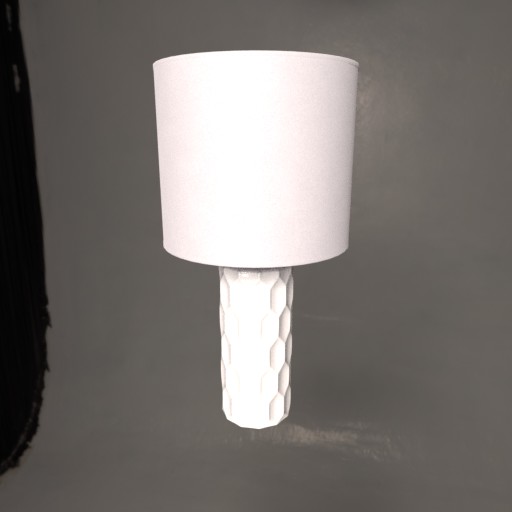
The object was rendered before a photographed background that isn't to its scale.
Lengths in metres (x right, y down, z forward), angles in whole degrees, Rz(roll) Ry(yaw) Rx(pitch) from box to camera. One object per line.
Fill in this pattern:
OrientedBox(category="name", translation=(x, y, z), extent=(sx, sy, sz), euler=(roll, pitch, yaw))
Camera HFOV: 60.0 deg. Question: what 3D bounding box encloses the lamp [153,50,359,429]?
OrientedBox(category="lamp", translation=(0.000, 0.000, 0.681), extent=(0.277, 0.537, 0.277), euler=(3, 16, 10))
